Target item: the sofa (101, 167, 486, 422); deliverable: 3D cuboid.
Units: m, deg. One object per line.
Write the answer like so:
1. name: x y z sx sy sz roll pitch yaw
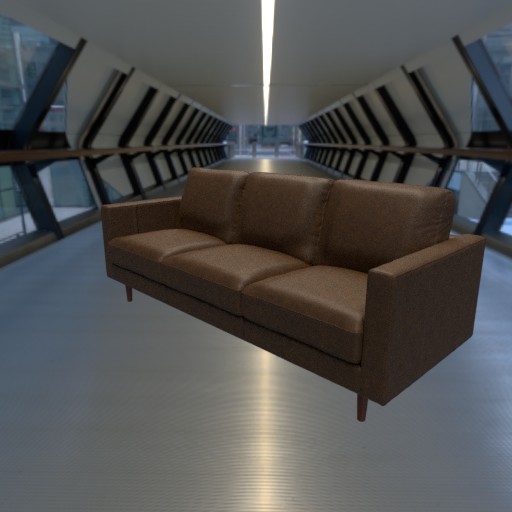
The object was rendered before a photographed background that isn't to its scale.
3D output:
1. sofa: 0.000 0.000 2.637 0.903 0.930 2.231 -14 21 -42
